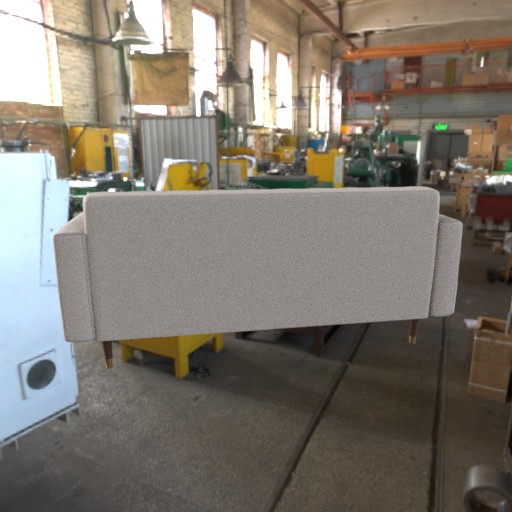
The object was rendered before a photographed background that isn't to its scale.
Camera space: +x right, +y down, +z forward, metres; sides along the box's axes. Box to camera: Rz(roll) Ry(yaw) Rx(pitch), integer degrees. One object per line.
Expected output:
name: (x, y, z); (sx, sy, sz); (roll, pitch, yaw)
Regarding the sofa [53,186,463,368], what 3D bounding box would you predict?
sofa: (0.000, 0.000, 2.479); (1.895, 0.814, 0.969); (-2, 14, -9)
